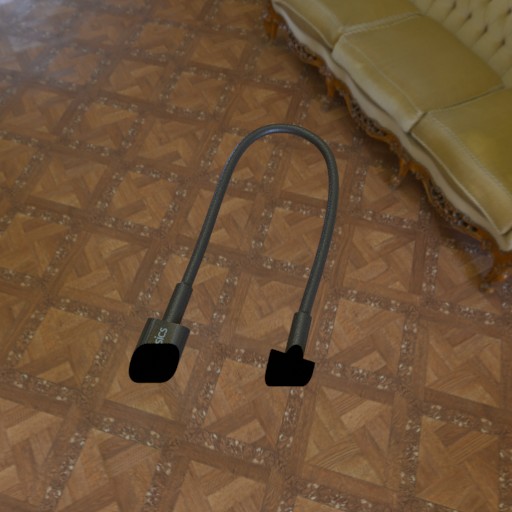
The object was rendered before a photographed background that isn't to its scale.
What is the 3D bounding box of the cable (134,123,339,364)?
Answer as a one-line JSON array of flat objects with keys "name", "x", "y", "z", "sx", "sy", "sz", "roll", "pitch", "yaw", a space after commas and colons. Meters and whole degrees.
[{"name": "cable", "x": 0.000, "y": 0.000, "z": 0.115, "sx": 0.040, "sy": 0.006, "sz": 0.098, "roll": 13, "pitch": 60, "yaw": 8}]
